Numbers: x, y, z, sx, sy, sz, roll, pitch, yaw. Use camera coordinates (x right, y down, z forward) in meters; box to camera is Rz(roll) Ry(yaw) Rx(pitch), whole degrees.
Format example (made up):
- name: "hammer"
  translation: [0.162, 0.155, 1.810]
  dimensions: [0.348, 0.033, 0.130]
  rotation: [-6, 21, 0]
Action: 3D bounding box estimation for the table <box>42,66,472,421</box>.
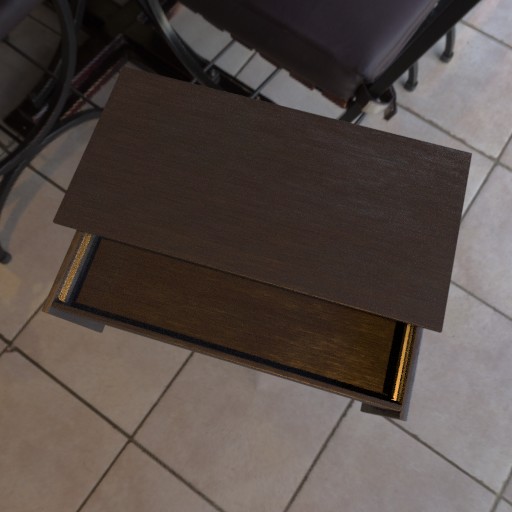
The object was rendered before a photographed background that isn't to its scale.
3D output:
- name: "table"
  translation: [0.000, 0.000, 1.401]
  dimensions: [1.000, 0.570, 0.712]
  rotation: [16, 74, 5]
